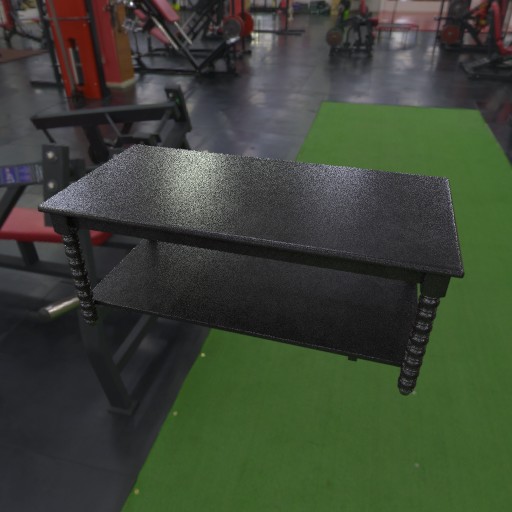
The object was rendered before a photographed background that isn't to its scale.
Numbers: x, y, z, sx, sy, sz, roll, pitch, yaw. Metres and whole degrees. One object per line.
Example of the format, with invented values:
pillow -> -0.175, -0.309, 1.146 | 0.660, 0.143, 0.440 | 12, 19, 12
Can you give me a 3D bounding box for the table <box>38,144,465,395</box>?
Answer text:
table -> 0.000, 0.000, 1.514 | 1.171, 0.487, 0.580 | 9, 34, 14
